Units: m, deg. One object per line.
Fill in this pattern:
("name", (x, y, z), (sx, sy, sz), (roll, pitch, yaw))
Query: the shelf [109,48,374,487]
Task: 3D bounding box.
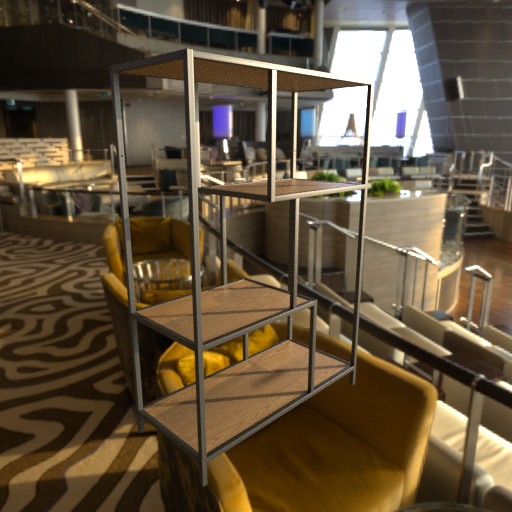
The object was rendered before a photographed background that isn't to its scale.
("shelf", (0.000, 0.000, 1.486), (0.770, 1.138, 0.350), (-14, 21, -43))
